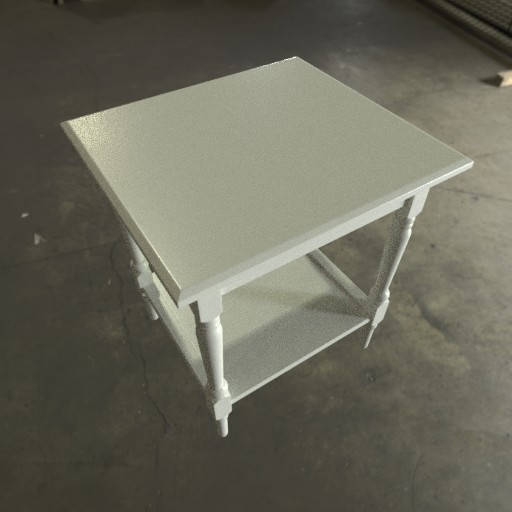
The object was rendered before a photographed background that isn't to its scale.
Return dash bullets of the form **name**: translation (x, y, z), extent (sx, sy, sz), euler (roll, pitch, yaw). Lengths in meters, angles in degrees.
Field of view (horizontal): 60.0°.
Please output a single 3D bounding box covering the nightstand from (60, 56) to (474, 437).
- **nightstand**: translation (0.000, 0.000, 0.919), extent (0.505, 0.555, 0.459), euler (-25, 52, -22)
